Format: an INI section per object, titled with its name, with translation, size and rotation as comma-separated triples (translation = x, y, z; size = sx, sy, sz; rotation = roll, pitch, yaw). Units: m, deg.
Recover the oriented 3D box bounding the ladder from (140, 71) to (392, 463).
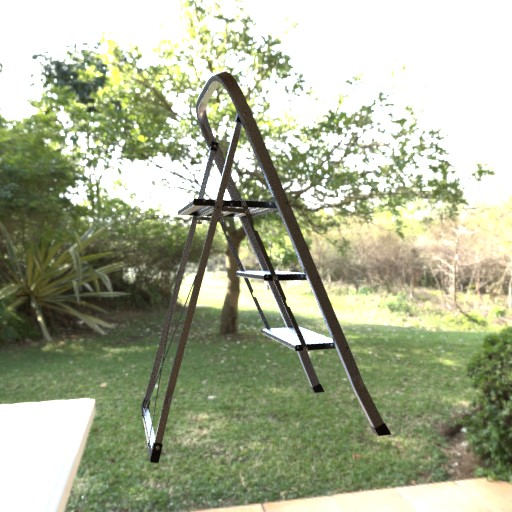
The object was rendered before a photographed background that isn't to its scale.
[ladder]
translation = 0.000, 0.000, 1.439
size = 0.704, 1.070, 0.465
rotation = 0, 0, -18
